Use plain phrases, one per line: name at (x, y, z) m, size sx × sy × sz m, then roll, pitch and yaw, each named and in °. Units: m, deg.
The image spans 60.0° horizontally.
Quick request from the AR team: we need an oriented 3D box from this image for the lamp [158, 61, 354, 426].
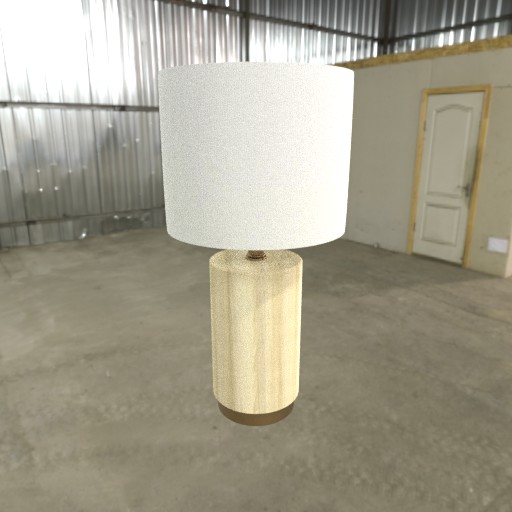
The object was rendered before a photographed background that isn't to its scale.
lamp at (0.000, 0.000, 0.585) m, size 0.228 × 0.444 × 0.228 m, roll -2°, pitch 17°, yaw -7°
